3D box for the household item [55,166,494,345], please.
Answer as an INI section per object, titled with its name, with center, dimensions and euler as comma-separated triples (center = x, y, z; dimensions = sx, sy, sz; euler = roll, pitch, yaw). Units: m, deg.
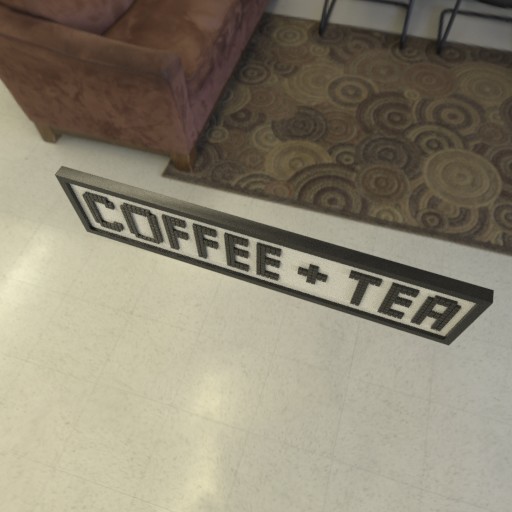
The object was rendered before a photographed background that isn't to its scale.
[household item]
center = 0.000, 0.000, 1.068
dimensions = 1.001, 0.236, 0.030
euler = 17, 60, 10
